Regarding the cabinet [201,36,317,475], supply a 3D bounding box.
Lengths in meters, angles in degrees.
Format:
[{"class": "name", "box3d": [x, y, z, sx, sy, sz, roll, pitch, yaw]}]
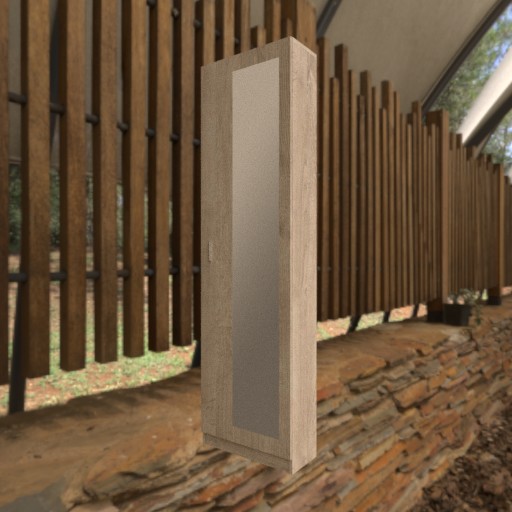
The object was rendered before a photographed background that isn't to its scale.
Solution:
[{"class": "cabinet", "box3d": [0.000, 0.000, 2.031, 0.500, 1.790, 0.230, 0, 0, 36]}]
